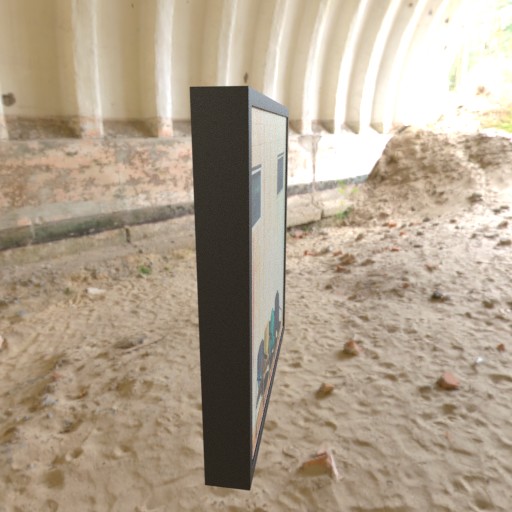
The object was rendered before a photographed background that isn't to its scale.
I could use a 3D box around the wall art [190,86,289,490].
[{"bbox_3d":[0.000,0.000,0.460,0.038,0.304,0.304,2,16,8],"label":"wall art"}]
